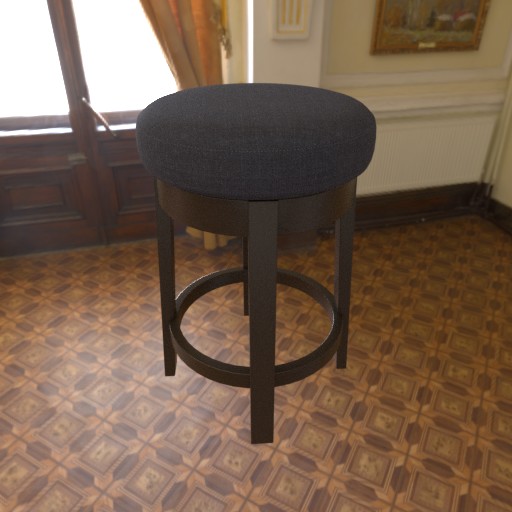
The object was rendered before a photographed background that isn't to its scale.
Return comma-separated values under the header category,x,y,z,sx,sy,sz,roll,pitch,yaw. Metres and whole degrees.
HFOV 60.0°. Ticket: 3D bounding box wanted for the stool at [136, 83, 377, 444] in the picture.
category,x,y,z,sx,sy,sz,roll,pitch,yaw
stool,0.000,0.000,0.951,0.449,0.655,0.449,0,31,0
